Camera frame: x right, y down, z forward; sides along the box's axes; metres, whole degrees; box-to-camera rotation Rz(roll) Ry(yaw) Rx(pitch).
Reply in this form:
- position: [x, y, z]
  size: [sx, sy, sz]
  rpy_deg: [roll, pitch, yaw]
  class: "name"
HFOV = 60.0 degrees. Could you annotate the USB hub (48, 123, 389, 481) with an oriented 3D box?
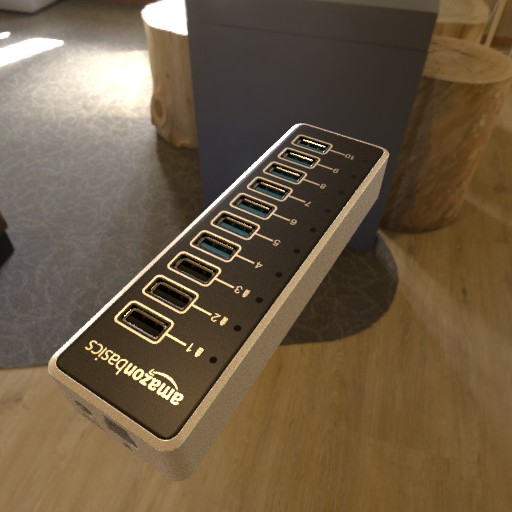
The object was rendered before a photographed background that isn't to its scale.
- position: [0.000, 0.000, 0.158]
  size: [0.044, 0.023, 0.145]
  rpy_deg: [24, 52, 21]
  class: "USB hub"
